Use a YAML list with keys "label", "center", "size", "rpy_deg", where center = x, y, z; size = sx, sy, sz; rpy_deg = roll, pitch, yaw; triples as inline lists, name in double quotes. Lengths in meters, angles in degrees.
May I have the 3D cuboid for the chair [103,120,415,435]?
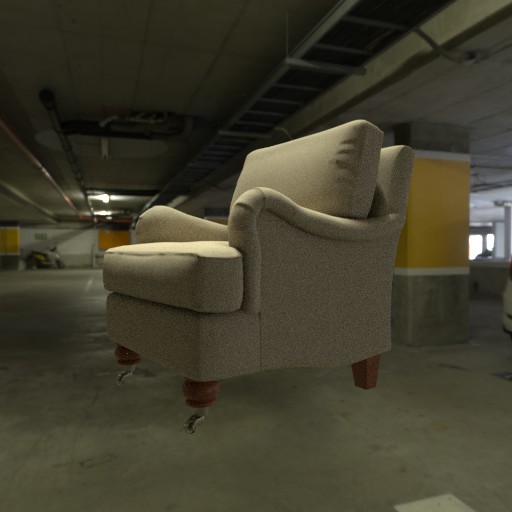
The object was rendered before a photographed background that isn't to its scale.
- label: "chair"
  center: [0.000, 0.000, 1.883]
  size: [1.078, 1.076, 0.895]
  rpy_deg: [-1, 1, -37]
